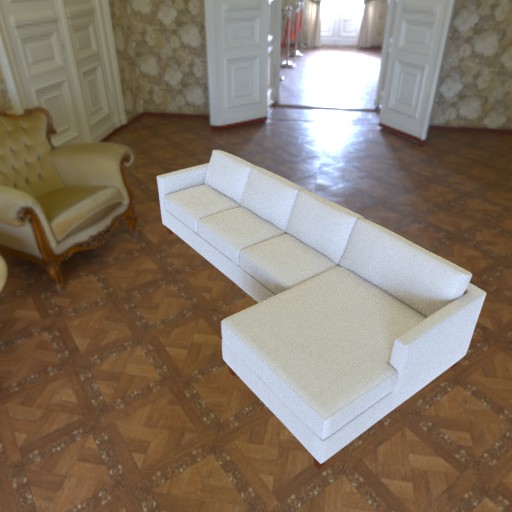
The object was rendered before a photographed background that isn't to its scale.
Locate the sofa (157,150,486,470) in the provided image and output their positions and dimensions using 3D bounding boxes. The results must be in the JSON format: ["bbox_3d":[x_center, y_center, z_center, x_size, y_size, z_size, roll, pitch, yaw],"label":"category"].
[{"bbox_3d":[0.000,0.000,4.082,1.599,0.954,3.471,-21,38,-30],"label":"sofa"}]
